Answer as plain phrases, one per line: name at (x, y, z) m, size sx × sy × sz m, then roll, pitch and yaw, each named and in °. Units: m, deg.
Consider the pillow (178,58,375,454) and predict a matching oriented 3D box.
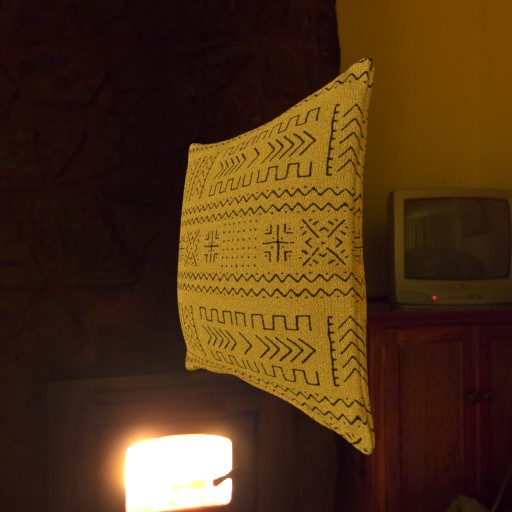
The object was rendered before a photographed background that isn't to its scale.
pillow at (0.000, 0.000, 0.654) m, size 0.164 × 0.430 × 0.438 m, roll 0°, pitch -1°, yaw -35°
